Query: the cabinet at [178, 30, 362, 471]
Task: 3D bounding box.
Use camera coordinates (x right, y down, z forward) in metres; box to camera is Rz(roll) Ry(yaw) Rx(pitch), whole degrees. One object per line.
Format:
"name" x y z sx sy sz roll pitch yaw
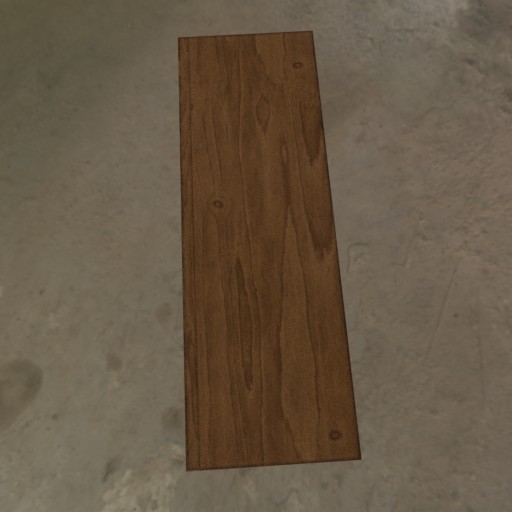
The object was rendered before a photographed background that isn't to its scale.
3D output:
"cabinet" 0.000 0.000 1.731 0.477 0.802 1.363 -3 75 -1
